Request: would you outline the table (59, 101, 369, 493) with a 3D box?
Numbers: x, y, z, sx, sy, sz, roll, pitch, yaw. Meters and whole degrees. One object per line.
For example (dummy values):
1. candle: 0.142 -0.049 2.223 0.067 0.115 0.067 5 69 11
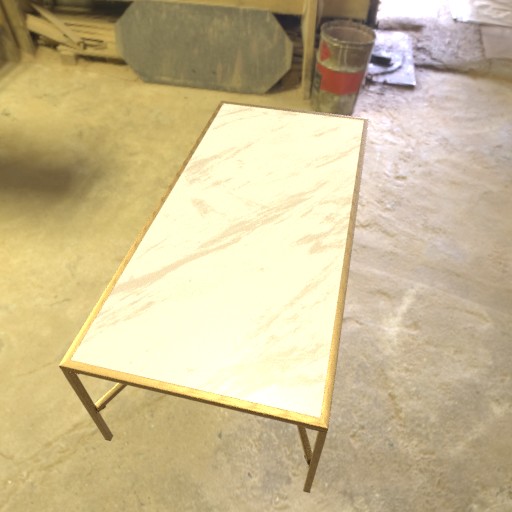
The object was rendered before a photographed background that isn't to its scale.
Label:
1. table: 0.000 0.000 1.442 0.577 0.405 1.197 10 47 9
